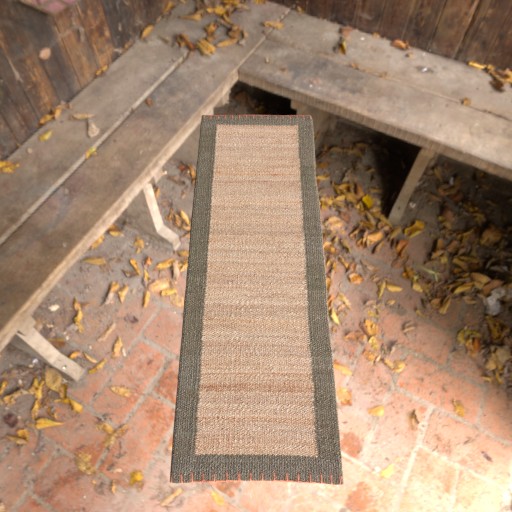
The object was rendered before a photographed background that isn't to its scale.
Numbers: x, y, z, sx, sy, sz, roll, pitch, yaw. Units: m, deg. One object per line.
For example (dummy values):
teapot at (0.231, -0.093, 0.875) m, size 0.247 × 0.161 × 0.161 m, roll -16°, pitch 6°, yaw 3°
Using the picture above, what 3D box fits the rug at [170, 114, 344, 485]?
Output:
rug at (0.000, 0.000, 2.630) m, size 0.810 × 0.016 × 2.413 m, roll 0°, pitch 59°, yaw 0°
